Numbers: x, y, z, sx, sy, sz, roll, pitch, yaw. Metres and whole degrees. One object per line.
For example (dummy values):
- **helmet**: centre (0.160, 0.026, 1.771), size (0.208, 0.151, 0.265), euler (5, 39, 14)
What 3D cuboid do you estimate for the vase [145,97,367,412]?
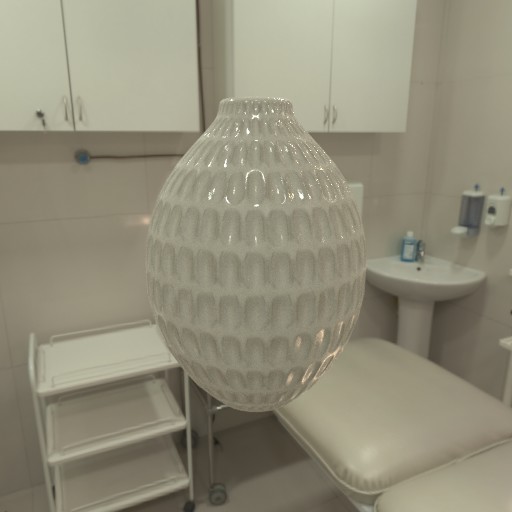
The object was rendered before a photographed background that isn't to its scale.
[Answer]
- **vase**: centre (0.000, 0.000, 0.333), size (0.162, 0.223, 0.162), euler (0, 15, 0)
